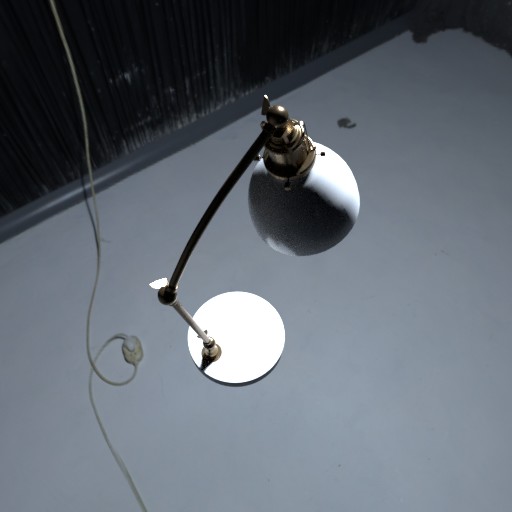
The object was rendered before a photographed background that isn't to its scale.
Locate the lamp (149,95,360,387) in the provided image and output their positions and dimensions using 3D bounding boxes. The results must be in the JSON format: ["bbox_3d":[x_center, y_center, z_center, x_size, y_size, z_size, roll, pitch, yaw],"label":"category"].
[{"bbox_3d":[0.000,0.000,0.664,0.317,0.522,0.186,-32,63,-19],"label":"lamp"}]
